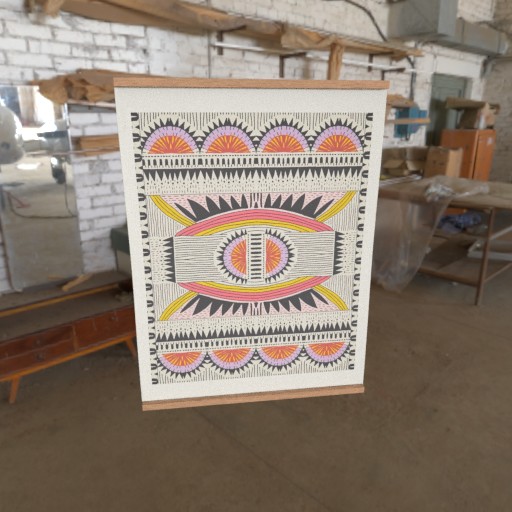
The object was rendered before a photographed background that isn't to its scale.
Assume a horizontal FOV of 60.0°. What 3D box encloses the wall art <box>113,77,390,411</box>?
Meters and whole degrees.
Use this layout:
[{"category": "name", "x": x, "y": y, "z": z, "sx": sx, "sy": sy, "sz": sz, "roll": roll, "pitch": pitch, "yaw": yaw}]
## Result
[{"category": "wall art", "x": 0.000, "y": 0.000, "z": 0.822, "sx": 0.456, "sy": 0.609, "sz": 0.028, "roll": -2, "pitch": 17, "yaw": -7}]
